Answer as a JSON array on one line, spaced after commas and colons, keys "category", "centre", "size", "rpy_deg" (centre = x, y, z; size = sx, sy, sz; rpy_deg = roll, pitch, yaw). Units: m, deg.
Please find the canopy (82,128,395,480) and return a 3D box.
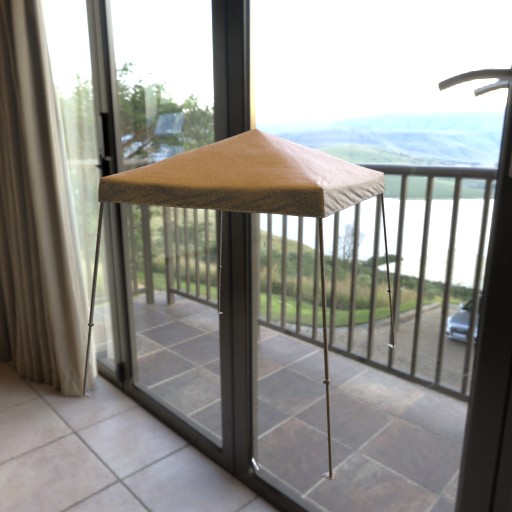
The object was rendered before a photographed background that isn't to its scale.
[{"category": "canopy", "centre": [0.000, 0.000, 5.153], "size": [2.848, 2.849, 2.849], "rpy_deg": [7, 15, 26]}]
